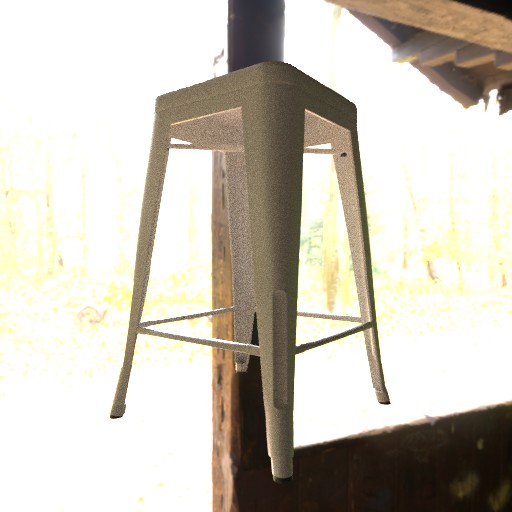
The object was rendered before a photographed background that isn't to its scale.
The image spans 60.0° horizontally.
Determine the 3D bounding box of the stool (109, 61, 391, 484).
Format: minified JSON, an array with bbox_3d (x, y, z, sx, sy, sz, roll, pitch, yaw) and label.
[{"bbox_3d":[0.000,0.000,0.875,0.406,0.610,0.406,1,1,37],"label":"stool"}]
